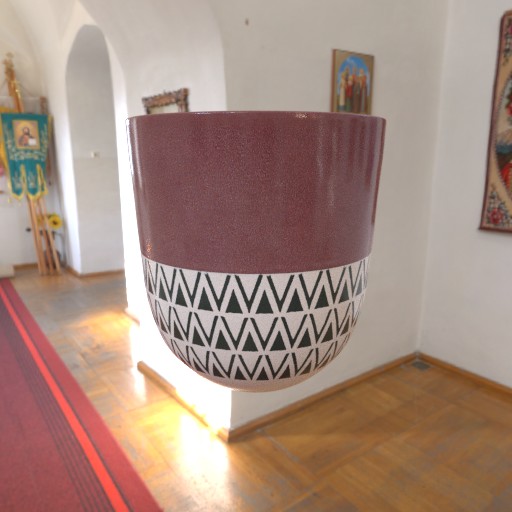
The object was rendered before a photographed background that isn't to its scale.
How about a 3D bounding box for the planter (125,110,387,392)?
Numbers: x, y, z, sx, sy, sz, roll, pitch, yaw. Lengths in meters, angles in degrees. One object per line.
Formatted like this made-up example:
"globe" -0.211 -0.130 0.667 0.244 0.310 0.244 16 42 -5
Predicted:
"planter" 0.000 0.000 0.368 0.195 0.214 0.195 0 13 0
